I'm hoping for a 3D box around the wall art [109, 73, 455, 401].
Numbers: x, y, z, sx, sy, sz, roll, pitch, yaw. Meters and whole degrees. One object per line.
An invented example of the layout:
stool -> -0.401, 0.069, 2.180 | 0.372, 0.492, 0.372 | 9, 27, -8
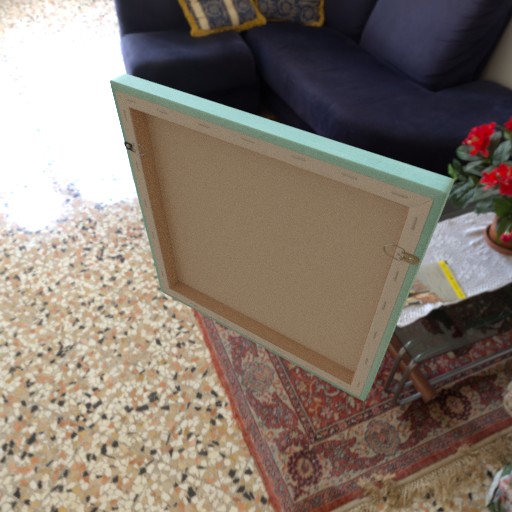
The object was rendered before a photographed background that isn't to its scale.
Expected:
wall art -> 0.000, 0.000, 1.154 | 0.765, 0.766, 0.054 | 24, 51, 21
